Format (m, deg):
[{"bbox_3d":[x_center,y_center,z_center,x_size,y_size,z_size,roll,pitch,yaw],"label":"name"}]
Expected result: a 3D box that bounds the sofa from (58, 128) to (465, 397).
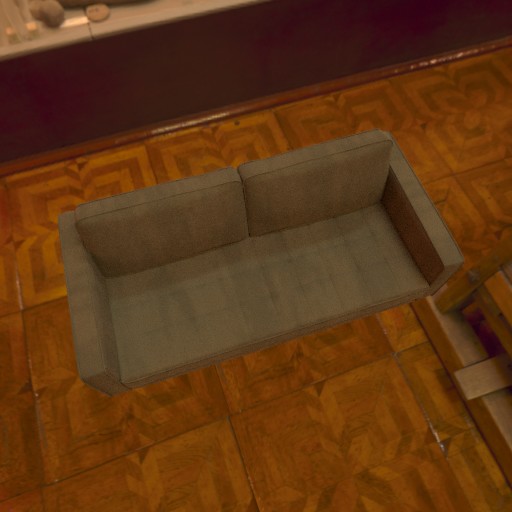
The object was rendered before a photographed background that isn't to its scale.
[{"bbox_3d":[0.000,0.000,2.423,1.920,0.825,0.924,-16,64,-8],"label":"sofa"}]
